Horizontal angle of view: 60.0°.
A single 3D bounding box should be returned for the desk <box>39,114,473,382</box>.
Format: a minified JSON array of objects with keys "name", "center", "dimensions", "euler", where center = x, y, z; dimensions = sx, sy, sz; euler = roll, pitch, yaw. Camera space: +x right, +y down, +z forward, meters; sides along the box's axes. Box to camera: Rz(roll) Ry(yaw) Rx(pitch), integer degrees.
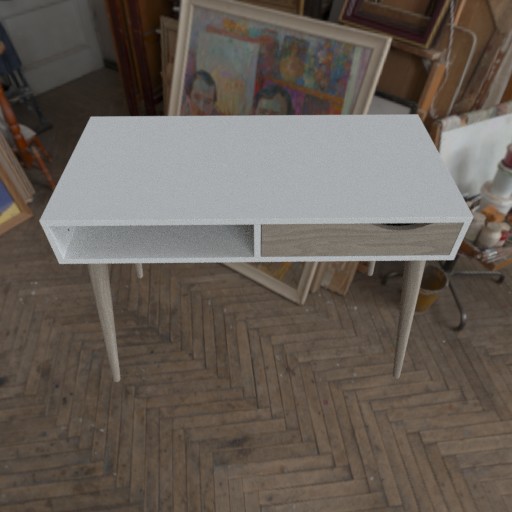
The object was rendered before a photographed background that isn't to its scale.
[{"name":"desk","center":[0.000,0.000,1.421],"dimensions":[0.979,0.723,0.491],"euler":[-1,46,-1]}]
